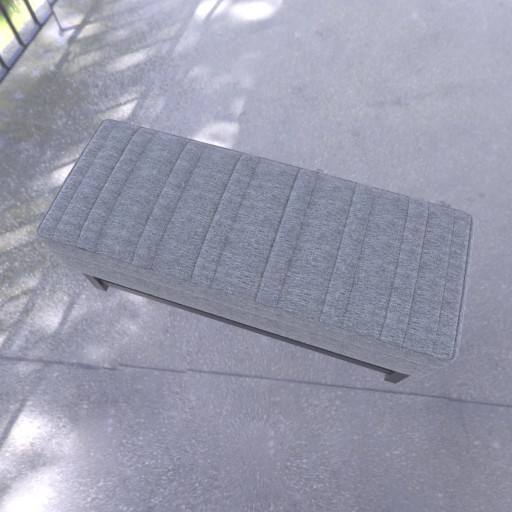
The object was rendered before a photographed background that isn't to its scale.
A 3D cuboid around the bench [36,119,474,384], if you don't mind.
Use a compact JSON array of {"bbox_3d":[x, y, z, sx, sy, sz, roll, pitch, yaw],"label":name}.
[{"bbox_3d":[0.000,0.000,1.325,1.100,0.470,0.429,16,66,7],"label":"bench"}]
